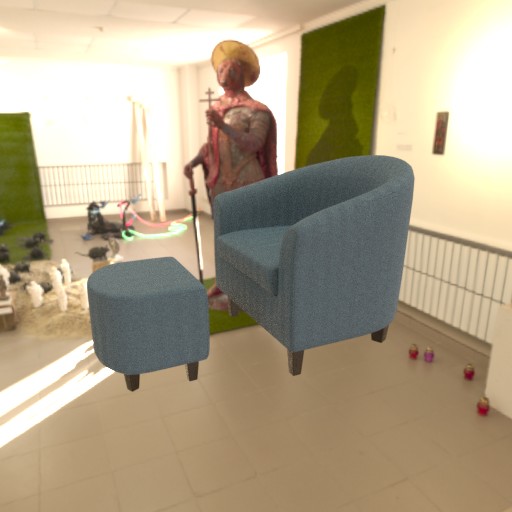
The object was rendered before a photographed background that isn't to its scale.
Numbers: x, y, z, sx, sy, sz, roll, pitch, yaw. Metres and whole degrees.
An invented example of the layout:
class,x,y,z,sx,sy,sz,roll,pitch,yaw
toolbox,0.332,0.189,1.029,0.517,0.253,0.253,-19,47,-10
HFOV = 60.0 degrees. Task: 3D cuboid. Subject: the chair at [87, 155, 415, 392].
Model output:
class,x,y,z,sx,sy,sz,roll,pitch,yaw
chair,0.000,0.000,1.780,1.288,0.757,0.756,-8,18,-25
